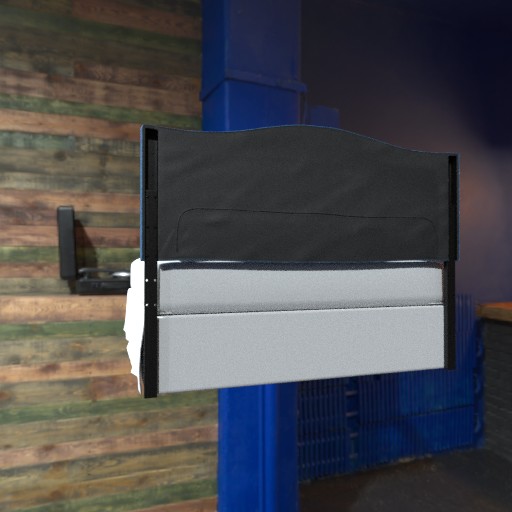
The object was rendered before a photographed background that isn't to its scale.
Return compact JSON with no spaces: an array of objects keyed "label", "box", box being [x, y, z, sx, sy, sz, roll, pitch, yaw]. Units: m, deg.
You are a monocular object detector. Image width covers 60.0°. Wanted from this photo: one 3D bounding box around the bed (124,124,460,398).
[{"label":"bed","box":[0.000,0.000,2.892,1.610,1.169,1.872,0,-1,-18]}]
